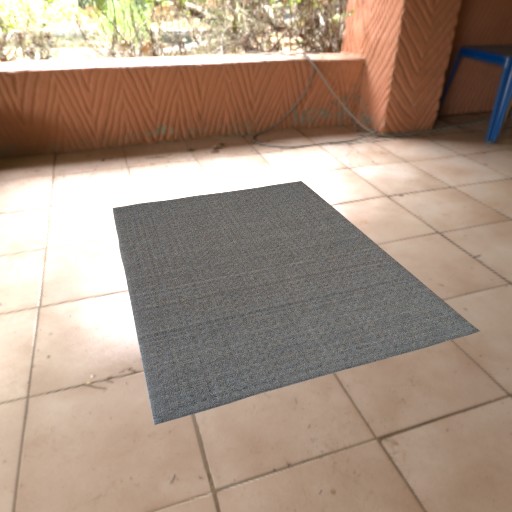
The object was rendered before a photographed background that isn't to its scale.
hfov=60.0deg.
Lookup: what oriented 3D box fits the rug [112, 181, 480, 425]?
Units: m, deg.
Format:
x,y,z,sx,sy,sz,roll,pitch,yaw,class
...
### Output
x,y,z,sx,sy,sz,roll,pitch,yaw,class
0.000,0.000,4.252,2.443,0.007,3.200,-11,33,-17,rug
